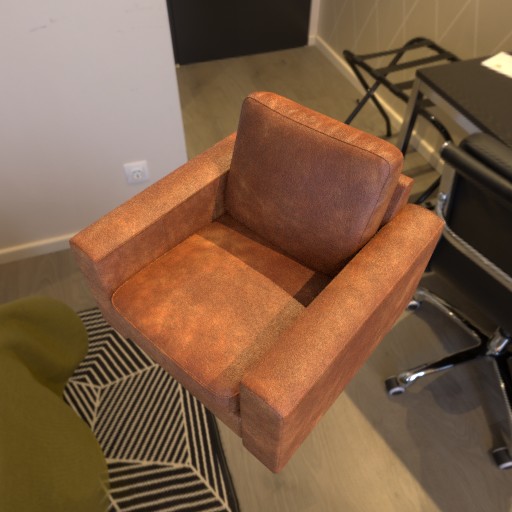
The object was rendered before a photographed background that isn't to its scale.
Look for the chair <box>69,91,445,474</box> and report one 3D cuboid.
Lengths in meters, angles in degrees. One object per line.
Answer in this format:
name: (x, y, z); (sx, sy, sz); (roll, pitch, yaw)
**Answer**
chair: (0.000, 0.000, 1.701); (1.005, 0.873, 1.016); (33, 57, 25)
